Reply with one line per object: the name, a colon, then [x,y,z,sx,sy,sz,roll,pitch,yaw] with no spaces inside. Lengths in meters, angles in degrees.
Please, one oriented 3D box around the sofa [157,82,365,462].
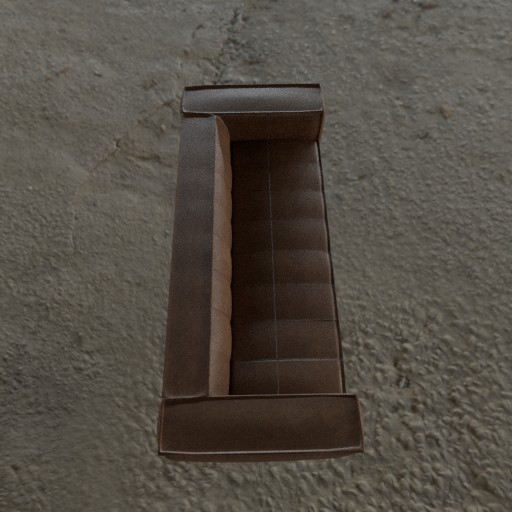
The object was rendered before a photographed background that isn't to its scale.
sofa: [0.000,0.000,3.061,1.102,0.701,2.581,-1,64,-1]
